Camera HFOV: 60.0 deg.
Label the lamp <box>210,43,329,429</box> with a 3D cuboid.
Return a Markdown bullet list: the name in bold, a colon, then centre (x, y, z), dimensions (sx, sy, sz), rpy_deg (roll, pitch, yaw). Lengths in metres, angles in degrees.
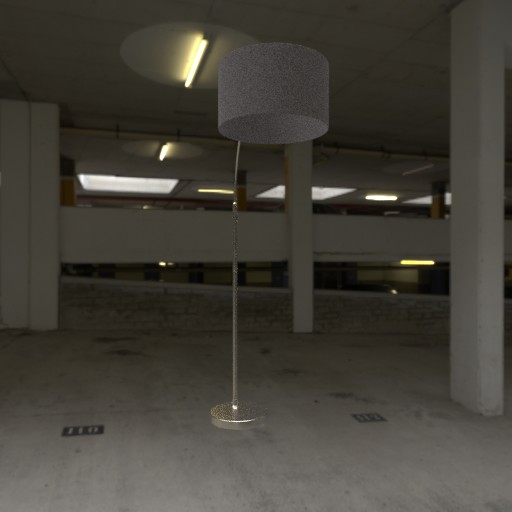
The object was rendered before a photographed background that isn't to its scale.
- **lamp**: centre (0.000, 0.000, 2.063), dimensions (0.452, 1.735, 0.934), rpy_deg (0, 0, -17)
